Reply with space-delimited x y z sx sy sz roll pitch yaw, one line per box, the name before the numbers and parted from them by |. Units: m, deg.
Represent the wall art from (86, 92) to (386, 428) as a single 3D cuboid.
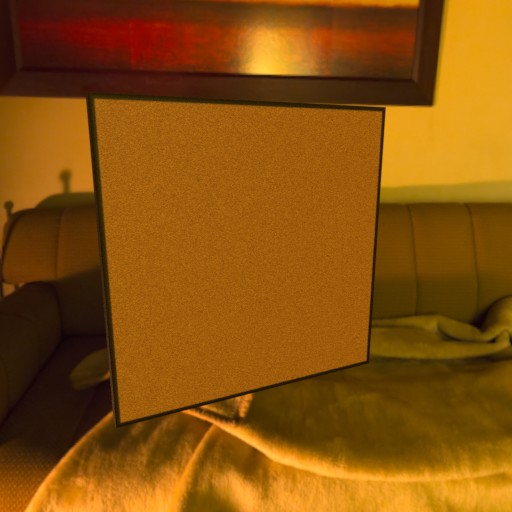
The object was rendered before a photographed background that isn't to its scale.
wall art | 0.000 0.000 0.773 0.513 0.511 0.028 -6 15 -25
